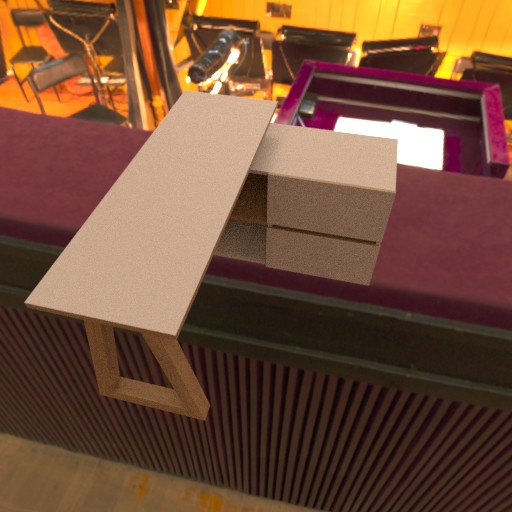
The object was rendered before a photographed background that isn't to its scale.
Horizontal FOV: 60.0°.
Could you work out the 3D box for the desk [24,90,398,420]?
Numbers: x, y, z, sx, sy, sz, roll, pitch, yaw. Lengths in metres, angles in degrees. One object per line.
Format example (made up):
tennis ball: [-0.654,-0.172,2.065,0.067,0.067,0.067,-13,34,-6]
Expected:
desk: [0.000,0.000,1.991,1.098,0.755,1.404,10,48,9]
